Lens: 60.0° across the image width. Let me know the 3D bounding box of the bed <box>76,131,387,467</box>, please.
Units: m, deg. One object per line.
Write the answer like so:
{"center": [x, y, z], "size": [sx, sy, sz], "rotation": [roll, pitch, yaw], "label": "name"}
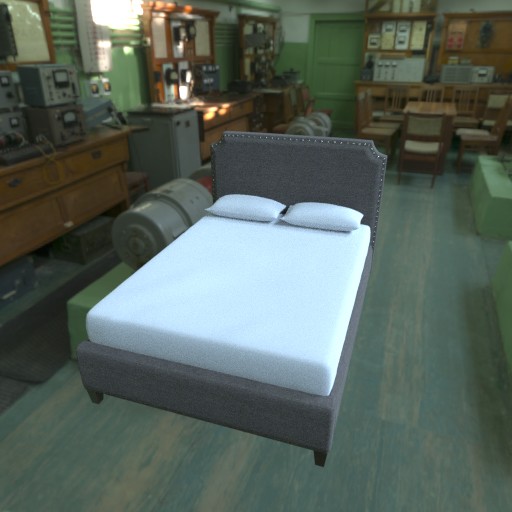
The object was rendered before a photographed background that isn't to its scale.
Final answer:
{"center": [0.000, 0.000, 3.513], "size": [1.713, 1.457, 2.381], "rotation": [8, 27, 17], "label": "bed"}
